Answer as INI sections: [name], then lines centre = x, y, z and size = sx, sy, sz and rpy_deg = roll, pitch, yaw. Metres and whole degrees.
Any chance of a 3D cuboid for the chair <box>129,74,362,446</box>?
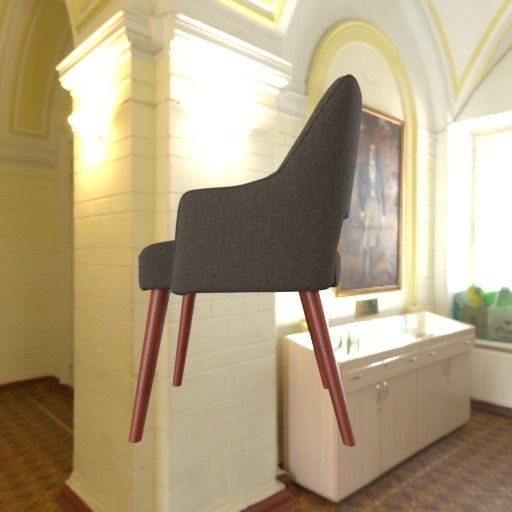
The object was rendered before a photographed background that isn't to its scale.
[chair]
centre = 0.000, 0.000, 1.207
size = 0.560, 0.838, 0.559
rpy_deg = 0, 0, 3
